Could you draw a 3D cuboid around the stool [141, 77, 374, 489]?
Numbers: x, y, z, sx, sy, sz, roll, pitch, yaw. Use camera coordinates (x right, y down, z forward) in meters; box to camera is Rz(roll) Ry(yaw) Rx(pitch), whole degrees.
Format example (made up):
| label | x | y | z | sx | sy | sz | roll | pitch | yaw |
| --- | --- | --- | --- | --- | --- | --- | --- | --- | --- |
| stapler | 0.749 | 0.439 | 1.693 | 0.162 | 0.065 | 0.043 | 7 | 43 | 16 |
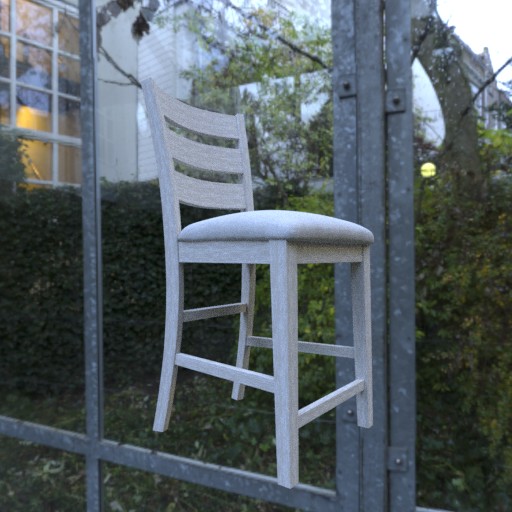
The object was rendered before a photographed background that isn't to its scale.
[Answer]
| label | x | y | z | sx | sy | sz | roll | pitch | yaw |
| --- | --- | --- | --- | --- | --- | --- | --- | --- | --- |
| stool | 0.000 | 0.000 | 1.327 | 0.569 | 1.032 | 0.484 | 0 | 0 | 37 |
